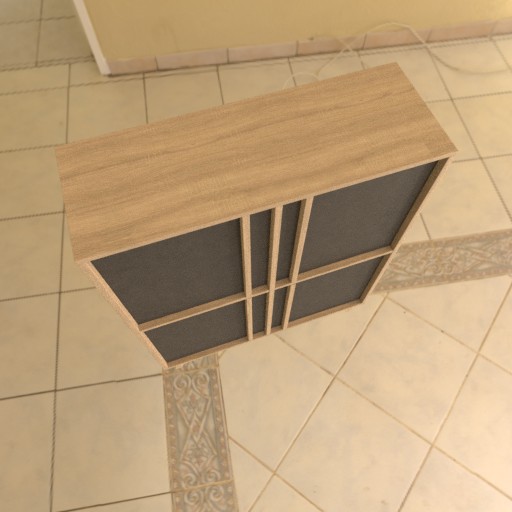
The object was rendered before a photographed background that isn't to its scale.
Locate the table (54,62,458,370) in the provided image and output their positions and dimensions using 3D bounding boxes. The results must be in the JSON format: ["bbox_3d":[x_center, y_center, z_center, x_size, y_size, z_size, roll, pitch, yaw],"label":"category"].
[{"bbox_3d":[0.000,0.000,1.911,1.111,1.388,0.398,-17,64,-8],"label":"table"}]
